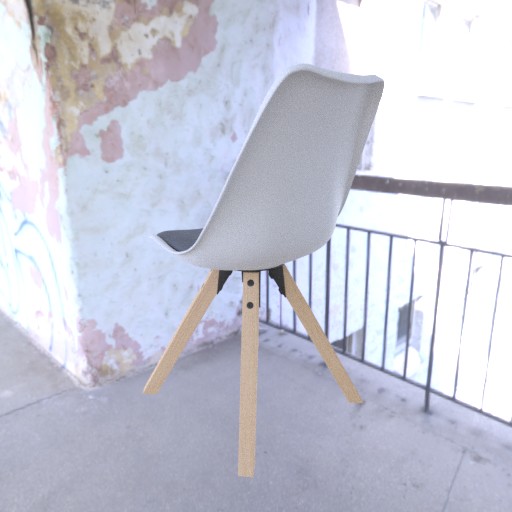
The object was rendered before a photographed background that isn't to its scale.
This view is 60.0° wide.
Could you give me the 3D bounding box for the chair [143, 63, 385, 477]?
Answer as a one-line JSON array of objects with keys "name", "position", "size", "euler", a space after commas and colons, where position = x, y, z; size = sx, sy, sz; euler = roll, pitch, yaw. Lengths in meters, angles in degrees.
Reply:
[{"name": "chair", "position": [0.000, 0.000, 1.148], "size": [0.485, 0.850, 0.550], "euler": [-14, 20, -40]}]
